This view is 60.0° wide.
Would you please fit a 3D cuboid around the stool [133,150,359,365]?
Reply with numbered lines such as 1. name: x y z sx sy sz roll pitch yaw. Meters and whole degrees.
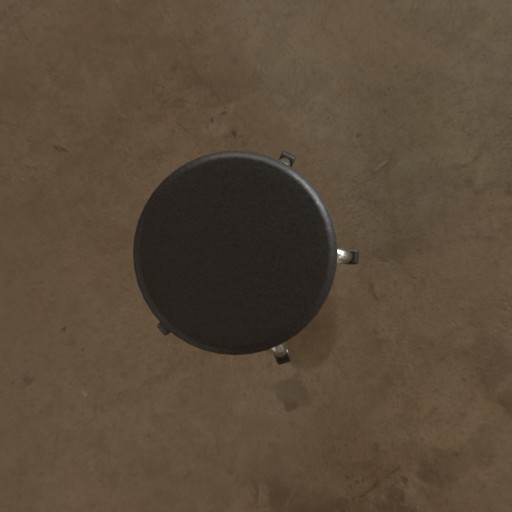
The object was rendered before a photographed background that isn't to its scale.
1. stool: 0.000 0.000 1.134 0.638 0.576 0.673 0 89 1
